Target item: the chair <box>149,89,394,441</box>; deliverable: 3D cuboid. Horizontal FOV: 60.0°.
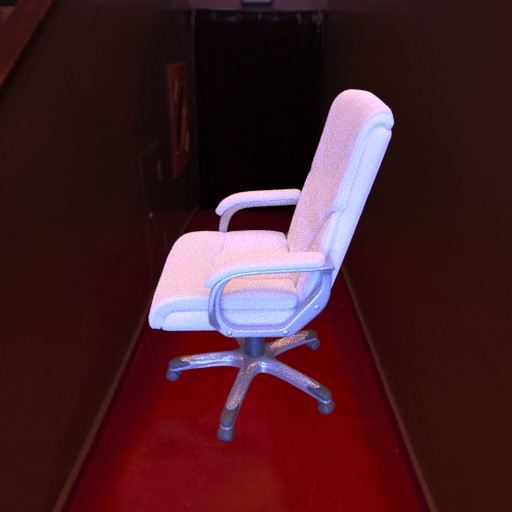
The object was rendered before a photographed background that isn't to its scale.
[{"bbox_3d":[0.000,0.000,1.603,0.738,1.120,0.687,-1,26,-1],"label":"chair"}]
